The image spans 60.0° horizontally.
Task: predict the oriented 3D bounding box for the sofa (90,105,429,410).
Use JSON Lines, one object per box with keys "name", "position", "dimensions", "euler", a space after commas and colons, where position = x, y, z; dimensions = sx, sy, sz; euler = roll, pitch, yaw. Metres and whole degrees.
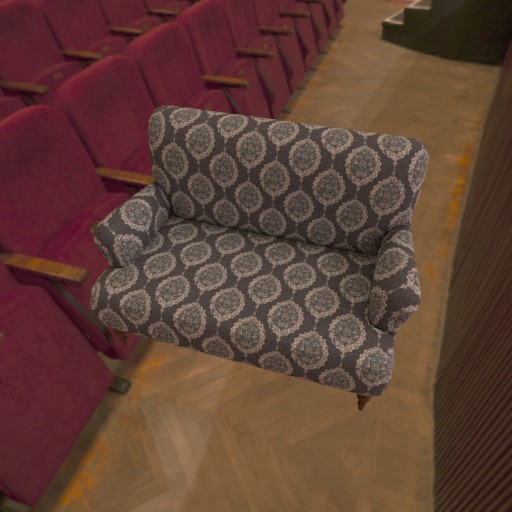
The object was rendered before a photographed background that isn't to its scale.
{"name": "sofa", "position": [0.000, 0.000, 1.855], "dimensions": [1.297, 0.867, 0.779], "euler": [12, 43, 13]}
